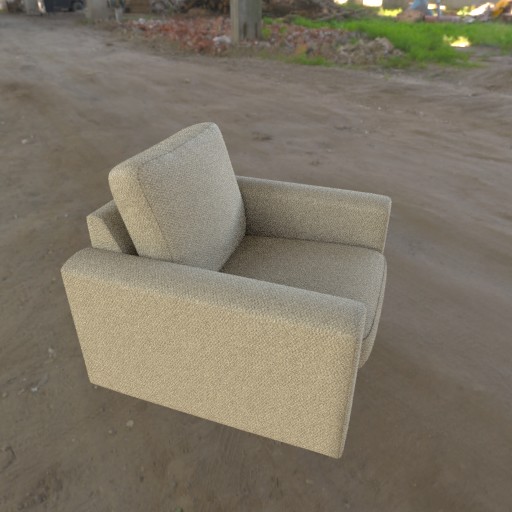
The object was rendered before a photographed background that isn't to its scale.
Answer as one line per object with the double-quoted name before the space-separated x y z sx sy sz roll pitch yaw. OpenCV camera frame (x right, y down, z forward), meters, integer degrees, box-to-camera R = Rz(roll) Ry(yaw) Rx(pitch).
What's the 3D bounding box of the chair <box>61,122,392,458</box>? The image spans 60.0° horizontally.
"chair" 0.000 0.000 1.768 1.016 0.873 1.005 10 32 17
